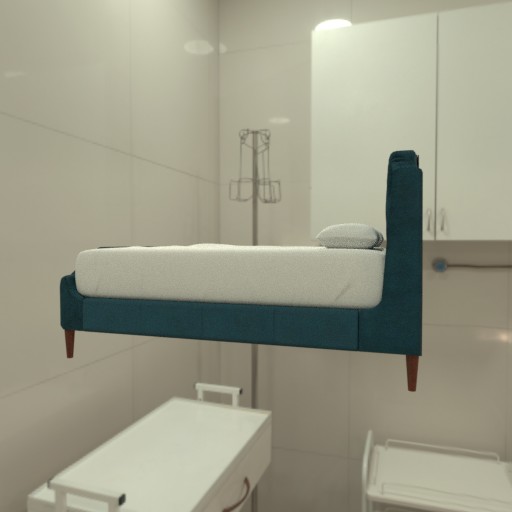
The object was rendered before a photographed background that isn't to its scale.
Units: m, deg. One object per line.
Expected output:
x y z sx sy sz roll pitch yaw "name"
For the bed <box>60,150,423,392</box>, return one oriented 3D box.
0.000 0.000 3.402 2.322 1.351 1.676 1 2 18 "bed"
